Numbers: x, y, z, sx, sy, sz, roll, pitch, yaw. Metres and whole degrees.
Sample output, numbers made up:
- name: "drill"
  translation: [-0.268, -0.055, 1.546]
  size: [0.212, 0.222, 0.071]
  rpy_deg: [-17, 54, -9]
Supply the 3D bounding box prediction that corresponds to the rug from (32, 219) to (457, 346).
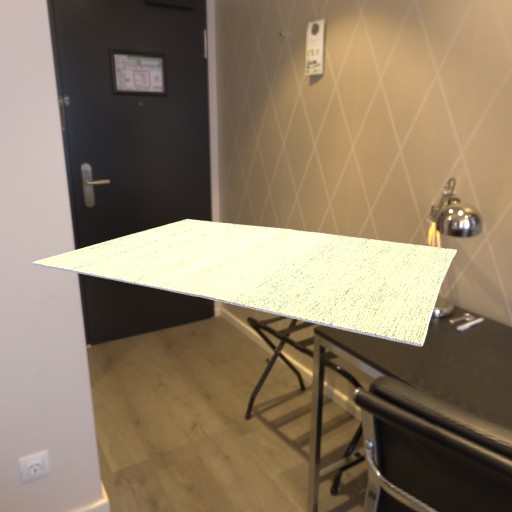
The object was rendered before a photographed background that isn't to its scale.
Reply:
- name: "rug"
  translation: [0.000, 0.000, 2.892]
  size: [2.305, 0.029, 1.593]
  rpy_deg: [8, 18, 27]
